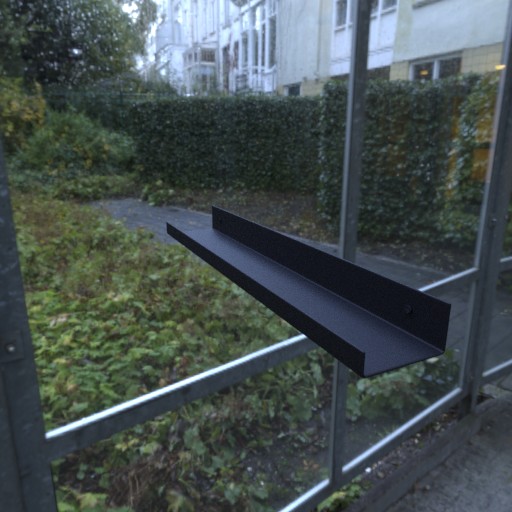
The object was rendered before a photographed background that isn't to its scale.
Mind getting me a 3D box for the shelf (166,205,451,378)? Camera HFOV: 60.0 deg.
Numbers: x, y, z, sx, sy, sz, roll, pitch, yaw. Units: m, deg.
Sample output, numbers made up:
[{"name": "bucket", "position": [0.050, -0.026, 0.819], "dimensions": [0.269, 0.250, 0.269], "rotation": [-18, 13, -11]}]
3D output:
[{"name": "shelf", "position": [0.000, 0.000, 0.654], "dimensions": [0.102, 0.053, 0.605], "rotation": [-8, 18, -26]}]
